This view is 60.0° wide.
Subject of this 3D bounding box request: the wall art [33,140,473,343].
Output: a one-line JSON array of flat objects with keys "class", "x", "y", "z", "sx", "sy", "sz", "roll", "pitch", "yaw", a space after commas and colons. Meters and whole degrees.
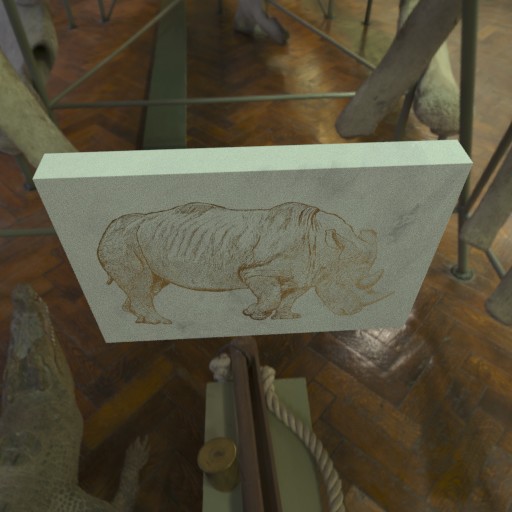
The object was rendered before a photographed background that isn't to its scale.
[{"class": "wall art", "x": 0.000, "y": 0.000, "z": 0.488, "sx": 0.381, "sy": 0.254, "sz": 0.038, "roll": -3, "pitch": 47, "yaw": -2}]
